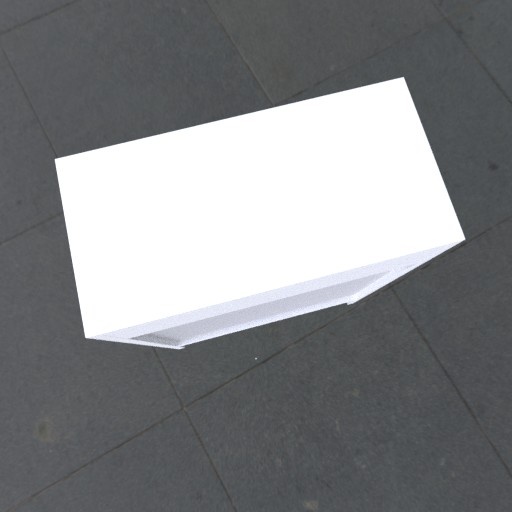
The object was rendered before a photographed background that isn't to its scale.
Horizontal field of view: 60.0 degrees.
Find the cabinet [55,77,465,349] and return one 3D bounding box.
[{"bbox_3d":[0.000,0.000,1.101,0.600,0.815,0.296,-14,77,-3],"label":"cabinet"}]
